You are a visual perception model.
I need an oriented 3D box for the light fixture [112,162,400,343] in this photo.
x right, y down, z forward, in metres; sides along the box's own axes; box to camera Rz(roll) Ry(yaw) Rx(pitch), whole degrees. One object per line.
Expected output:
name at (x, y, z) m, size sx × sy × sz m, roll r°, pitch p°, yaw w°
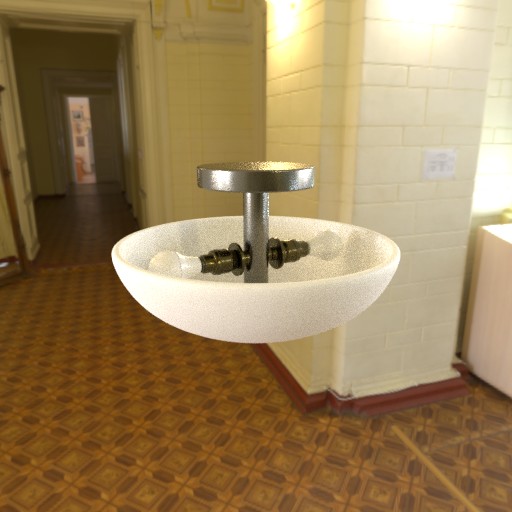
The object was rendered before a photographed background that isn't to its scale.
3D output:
light fixture at (0.000, 0.000, 0.535) m, size 0.330 × 0.214 × 0.330 m, roll 0°, pitch 16°, yaw 0°
